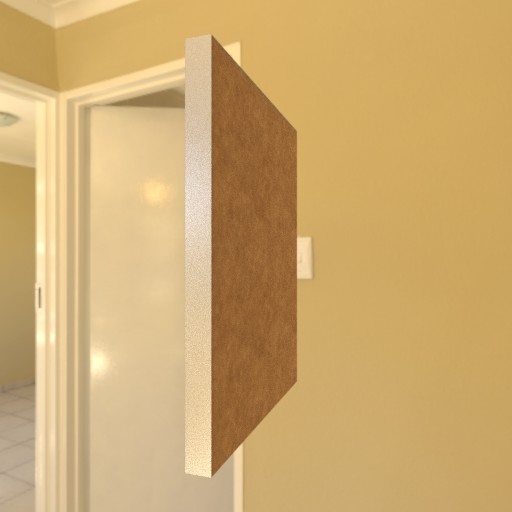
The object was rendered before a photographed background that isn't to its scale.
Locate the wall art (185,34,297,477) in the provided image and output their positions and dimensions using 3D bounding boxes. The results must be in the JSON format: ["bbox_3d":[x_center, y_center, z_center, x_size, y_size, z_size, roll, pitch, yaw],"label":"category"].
[{"bbox_3d":[0.000,0.000,0.774,0.037,0.554,0.453,0,0,19],"label":"wall art"}]
